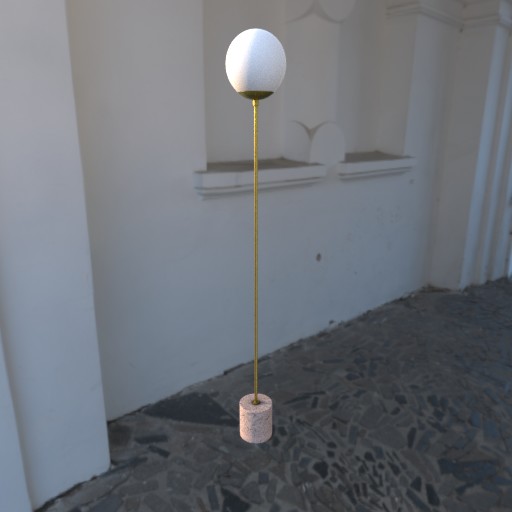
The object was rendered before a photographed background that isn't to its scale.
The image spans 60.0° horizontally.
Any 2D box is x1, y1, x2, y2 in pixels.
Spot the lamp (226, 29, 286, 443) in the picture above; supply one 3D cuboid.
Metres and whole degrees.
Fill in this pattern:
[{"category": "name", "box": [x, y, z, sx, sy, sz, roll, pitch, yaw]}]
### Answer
[{"category": "lamp", "box": [0.000, 0.000, 1.880, 0.229, 1.748, 0.229, -8, 17, -26]}]
